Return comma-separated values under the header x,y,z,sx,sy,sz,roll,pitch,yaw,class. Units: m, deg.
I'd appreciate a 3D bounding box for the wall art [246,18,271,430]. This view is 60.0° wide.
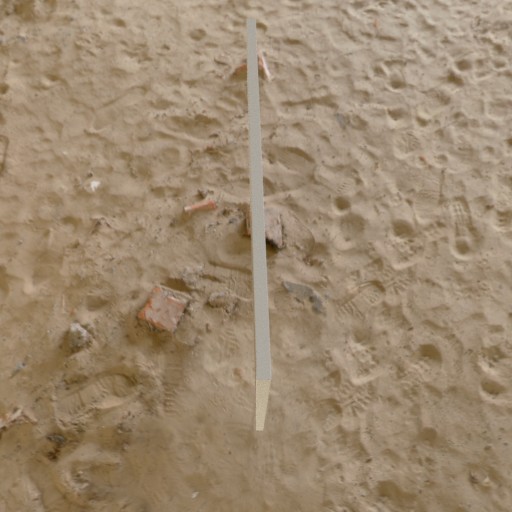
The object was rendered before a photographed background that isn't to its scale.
x,y,z,sx,sy,sz,roll,pitch,yaw,class
0.000,0.000,0.675,0.012,0.457,0.457,-1,64,-1,wall art
